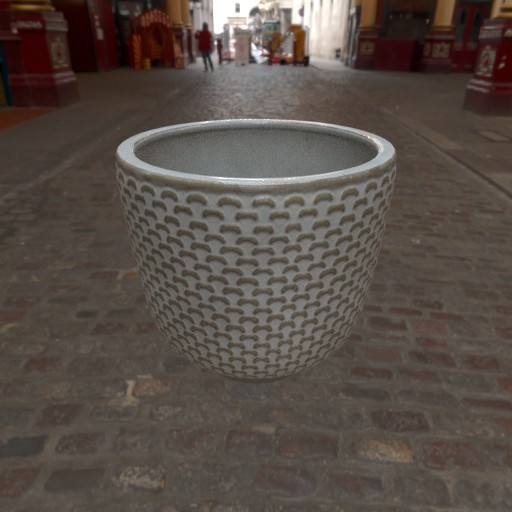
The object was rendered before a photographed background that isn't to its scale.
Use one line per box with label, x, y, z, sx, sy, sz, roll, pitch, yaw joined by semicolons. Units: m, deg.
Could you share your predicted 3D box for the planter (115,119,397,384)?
planter;0.000;0.000;0.313;0.173;0.160;0.173;0;27;0
